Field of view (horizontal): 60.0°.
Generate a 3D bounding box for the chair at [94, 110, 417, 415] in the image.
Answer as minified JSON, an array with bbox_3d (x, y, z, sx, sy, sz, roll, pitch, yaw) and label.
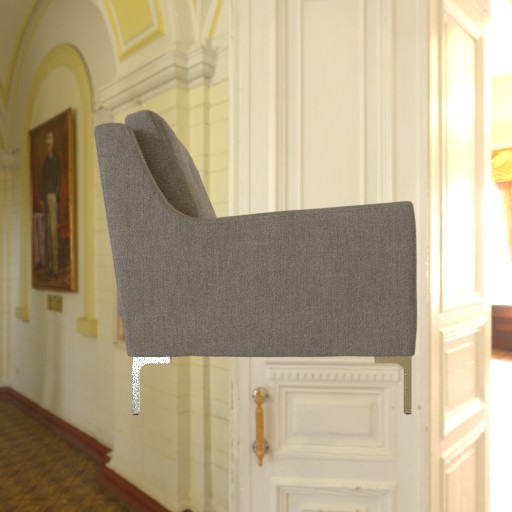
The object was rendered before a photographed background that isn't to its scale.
[{"bbox_3d":[0.000,0.000,1.554,0.849,0.828,0.847,0,0,0],"label":"chair"}]
